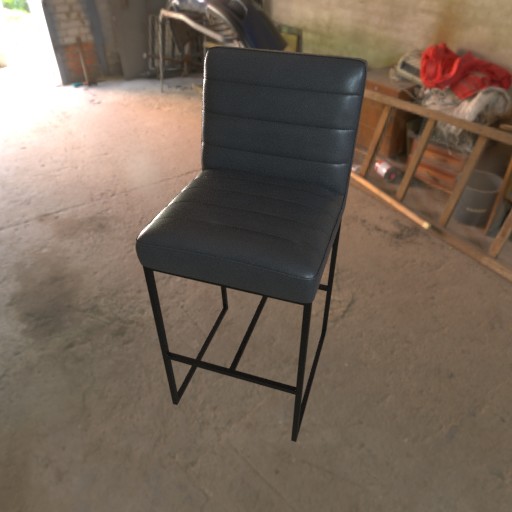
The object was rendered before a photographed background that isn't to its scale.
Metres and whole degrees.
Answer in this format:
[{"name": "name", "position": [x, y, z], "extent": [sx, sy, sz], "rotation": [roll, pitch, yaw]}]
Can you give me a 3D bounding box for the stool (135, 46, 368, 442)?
[{"name": "stool", "position": [0.000, 0.000, 1.332], "extent": [0.457, 1.040, 0.552], "rotation": [12, 40, 14]}]
